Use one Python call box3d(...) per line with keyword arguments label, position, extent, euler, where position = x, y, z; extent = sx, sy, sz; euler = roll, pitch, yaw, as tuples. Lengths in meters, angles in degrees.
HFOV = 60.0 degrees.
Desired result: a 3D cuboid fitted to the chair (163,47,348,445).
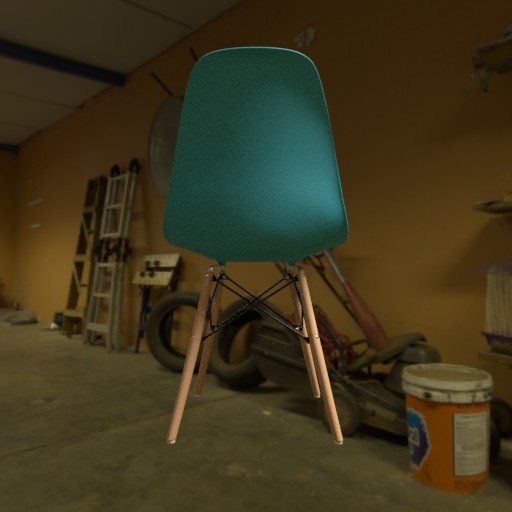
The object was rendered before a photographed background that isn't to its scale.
box3d(label="chair", position=(0.000, 0.000, 1.145), extent=(0.470, 0.826, 0.531), euler=(0, -2, 1))
